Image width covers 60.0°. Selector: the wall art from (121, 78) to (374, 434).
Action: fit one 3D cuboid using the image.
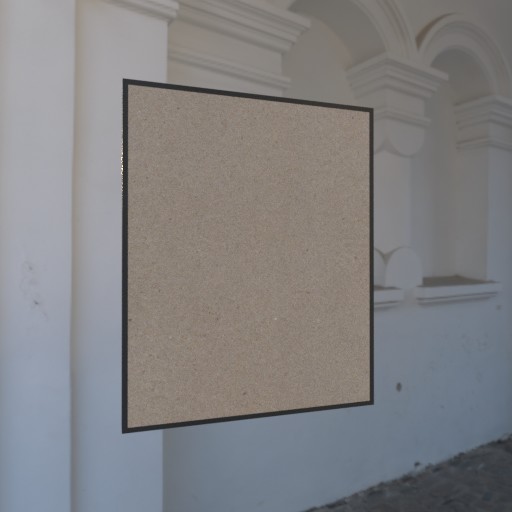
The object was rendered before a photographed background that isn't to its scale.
[{"bbox_3d":[0.000,0.000,0.773,0.448,0.551,0.038,0,0,-18],"label":"wall art"}]
